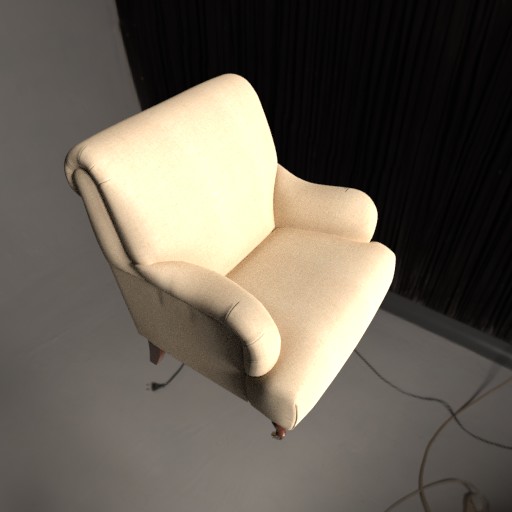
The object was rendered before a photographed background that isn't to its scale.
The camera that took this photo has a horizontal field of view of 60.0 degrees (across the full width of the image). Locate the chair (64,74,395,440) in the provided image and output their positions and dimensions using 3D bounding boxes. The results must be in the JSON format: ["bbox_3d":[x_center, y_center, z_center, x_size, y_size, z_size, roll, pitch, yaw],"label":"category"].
[{"bbox_3d":[0.000,0.000,1.542,0.842,0.944,0.766,24,47,25],"label":"chair"}]
